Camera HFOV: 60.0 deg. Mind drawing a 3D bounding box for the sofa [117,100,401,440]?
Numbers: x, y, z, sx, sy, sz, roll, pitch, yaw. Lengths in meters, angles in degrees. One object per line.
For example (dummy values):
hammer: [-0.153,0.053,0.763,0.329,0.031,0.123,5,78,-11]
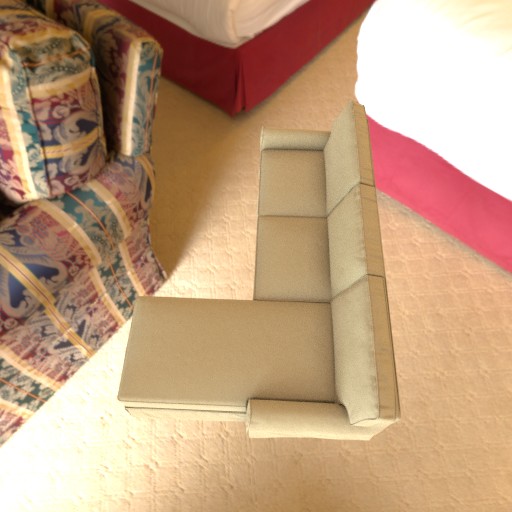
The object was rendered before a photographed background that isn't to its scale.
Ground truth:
sofa: [0.000,0.000,3.328,1.733,0.978,2.475,2,61,1]
